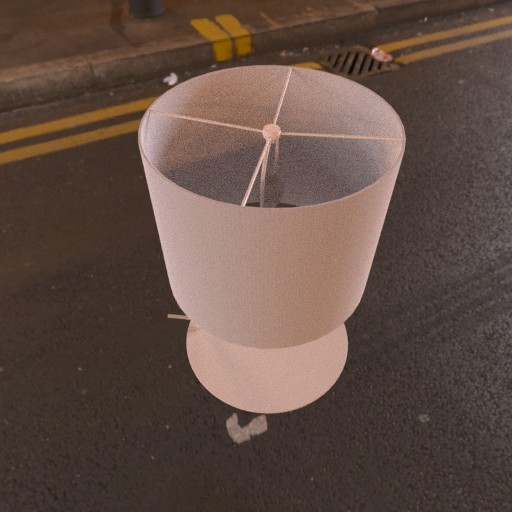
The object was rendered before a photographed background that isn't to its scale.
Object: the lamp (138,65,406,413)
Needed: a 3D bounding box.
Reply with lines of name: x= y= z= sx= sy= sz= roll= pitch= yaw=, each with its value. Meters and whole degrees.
lamp: x=0.000 y=0.000 z=0.674 sx=0.341 sy=0.454 sz=0.299 roll=9 pitch=48 yaw=8
